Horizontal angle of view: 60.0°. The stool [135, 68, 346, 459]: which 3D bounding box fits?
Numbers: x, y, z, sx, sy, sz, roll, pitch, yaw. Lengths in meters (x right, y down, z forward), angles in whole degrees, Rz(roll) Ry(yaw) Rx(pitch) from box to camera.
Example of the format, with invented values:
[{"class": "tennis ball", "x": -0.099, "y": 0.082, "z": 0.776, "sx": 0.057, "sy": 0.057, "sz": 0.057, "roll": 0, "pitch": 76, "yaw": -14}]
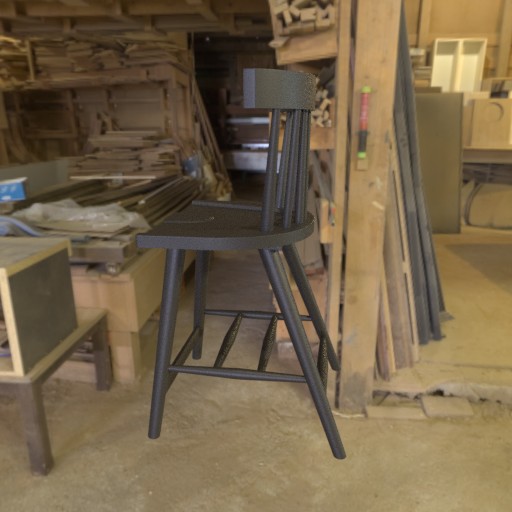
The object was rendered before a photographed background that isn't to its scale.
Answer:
[{"class": "stool", "x": 0.000, "y": 0.000, "z": 1.278, "sx": 0.549, "sy": 0.953, "sz": 0.494, "roll": 3, "pitch": 17, "yaw": 8}]
